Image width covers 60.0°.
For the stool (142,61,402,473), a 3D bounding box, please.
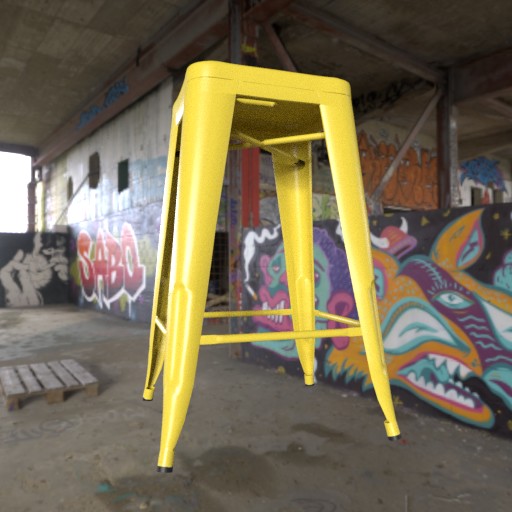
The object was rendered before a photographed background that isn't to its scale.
[{"bbox_3d":[0.000,0.000,0.840,0.399,0.609,0.359,0,-1,-18],"label":"stool"}]
